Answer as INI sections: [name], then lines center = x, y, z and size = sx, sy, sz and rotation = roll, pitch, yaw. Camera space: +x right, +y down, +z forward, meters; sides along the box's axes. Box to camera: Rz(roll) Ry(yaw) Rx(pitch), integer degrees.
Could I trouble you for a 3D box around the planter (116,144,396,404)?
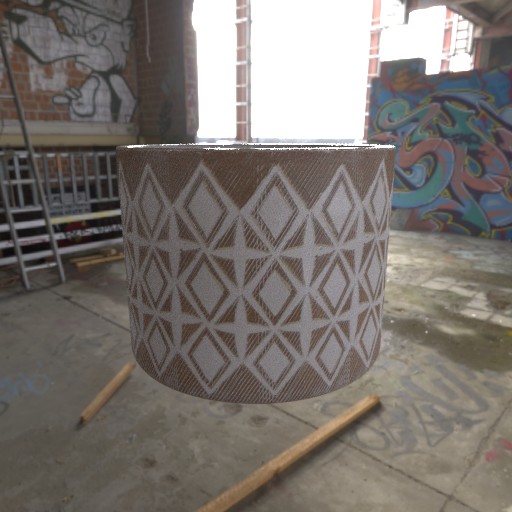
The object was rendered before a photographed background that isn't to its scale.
[planter]
center = 0.000, 0.000, 0.340
size = 0.193, 0.165, 0.193
rotation = 0, 15, 0
